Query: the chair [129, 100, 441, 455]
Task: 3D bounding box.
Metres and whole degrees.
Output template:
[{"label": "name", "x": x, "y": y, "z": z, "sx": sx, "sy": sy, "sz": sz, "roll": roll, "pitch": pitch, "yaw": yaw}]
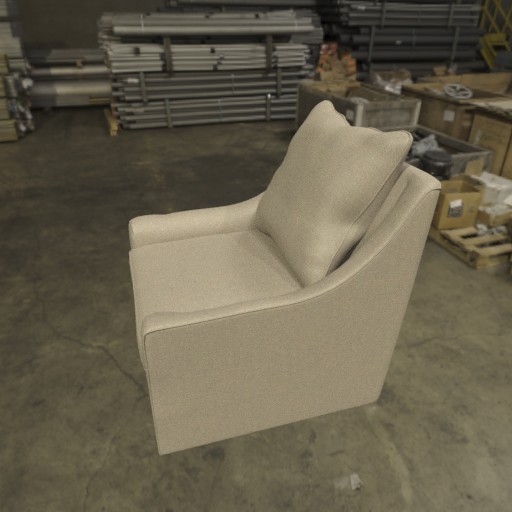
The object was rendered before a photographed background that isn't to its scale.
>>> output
[{"label": "chair", "x": 0.000, "y": 0.000, "z": 1.576, "sx": 0.876, "sy": 0.942, "sz": 0.760, "roll": -8, "pitch": 30, "yaw": -15}]
